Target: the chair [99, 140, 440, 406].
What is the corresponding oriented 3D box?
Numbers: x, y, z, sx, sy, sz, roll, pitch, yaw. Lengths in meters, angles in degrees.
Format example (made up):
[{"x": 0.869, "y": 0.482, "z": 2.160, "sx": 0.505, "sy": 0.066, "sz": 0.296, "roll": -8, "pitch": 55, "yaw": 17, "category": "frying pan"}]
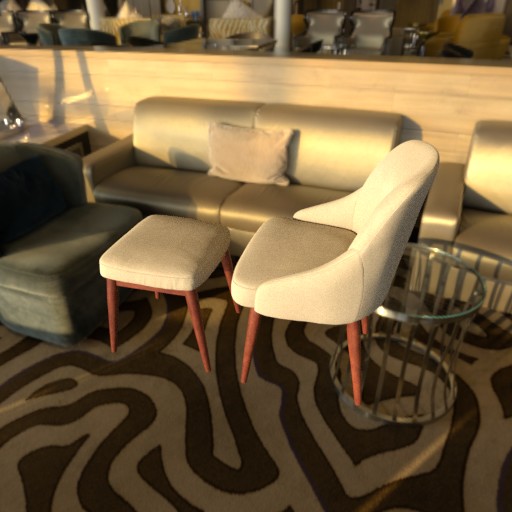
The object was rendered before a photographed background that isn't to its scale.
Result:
[{"x": 0.000, "y": 0.000, "z": 1.637, "sx": 1.114, "sy": 0.866, "sz": 0.584, "roll": 8, "pitch": 31, "yaw": 14, "category": "chair"}]
